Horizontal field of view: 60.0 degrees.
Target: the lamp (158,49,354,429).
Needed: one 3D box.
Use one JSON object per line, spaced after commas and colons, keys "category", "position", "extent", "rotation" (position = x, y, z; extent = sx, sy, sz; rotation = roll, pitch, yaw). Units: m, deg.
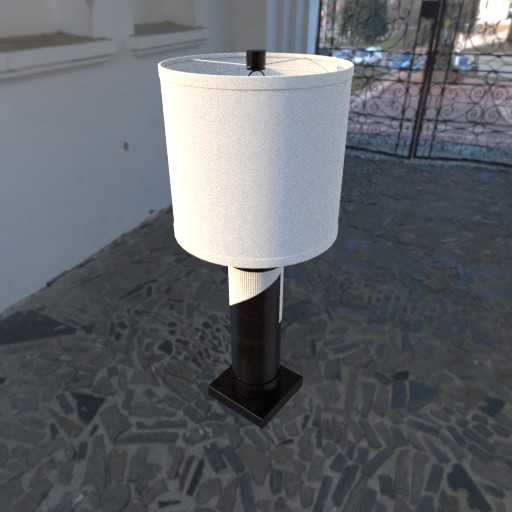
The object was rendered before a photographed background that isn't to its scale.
{"category": "lamp", "position": [0.000, 0.000, 0.603], "extent": [0.211, 0.509, 0.211], "rotation": [21, 36, 32]}
